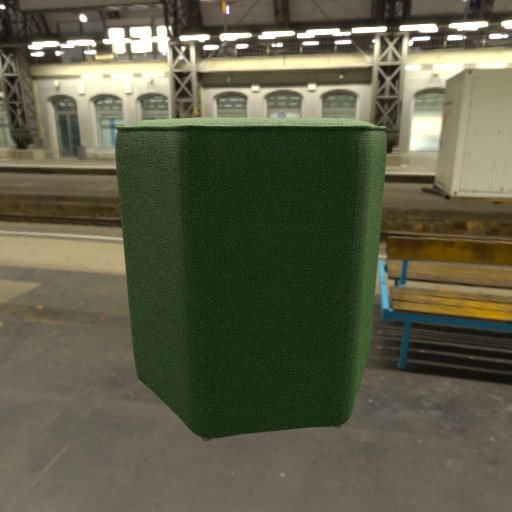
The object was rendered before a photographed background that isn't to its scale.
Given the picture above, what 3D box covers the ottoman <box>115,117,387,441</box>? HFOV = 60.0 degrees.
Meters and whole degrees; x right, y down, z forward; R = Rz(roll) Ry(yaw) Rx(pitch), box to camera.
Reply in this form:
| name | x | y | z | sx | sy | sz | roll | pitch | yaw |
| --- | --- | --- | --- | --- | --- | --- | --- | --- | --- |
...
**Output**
| name | x | y | z | sx | sy | sz | roll | pitch | yaw |
| --- | --- | --- | --- | --- | --- | --- | --- | --- | --- |
| ottoman | 0.000 | 0.000 | 0.865 | 0.499 | 0.507 | 0.444 | -2 | 16 | -8 |
